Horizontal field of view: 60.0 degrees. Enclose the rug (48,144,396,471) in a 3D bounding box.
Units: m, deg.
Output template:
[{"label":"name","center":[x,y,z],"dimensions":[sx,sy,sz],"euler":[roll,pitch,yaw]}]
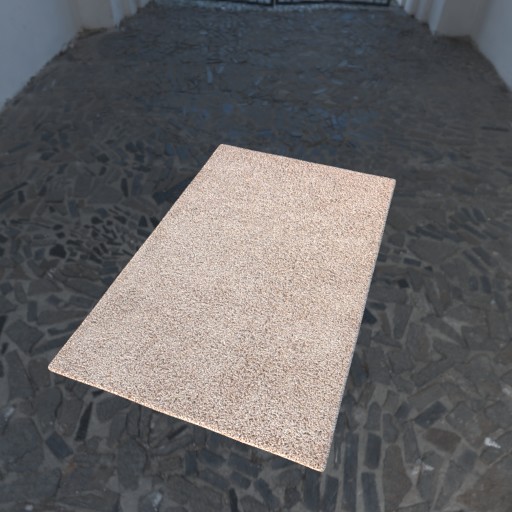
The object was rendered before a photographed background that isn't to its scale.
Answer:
[{"label":"rug","center":[0.000,0.000,3.451],"dimensions":[1.778,0.030,2.743],"euler":[15,48,14]}]
